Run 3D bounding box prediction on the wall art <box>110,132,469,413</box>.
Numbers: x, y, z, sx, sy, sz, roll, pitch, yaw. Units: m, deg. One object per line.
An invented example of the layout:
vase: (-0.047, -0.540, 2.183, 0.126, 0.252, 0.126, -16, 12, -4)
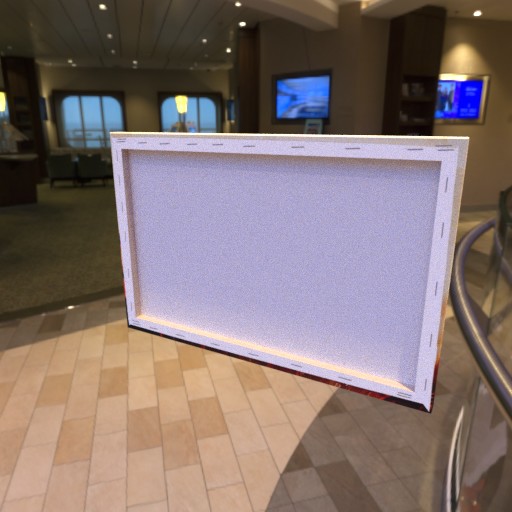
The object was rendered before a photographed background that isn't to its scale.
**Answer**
wall art: (0.000, 0.000, 1.136, 0.918, 0.602, 0.038, 9, 19, 27)
